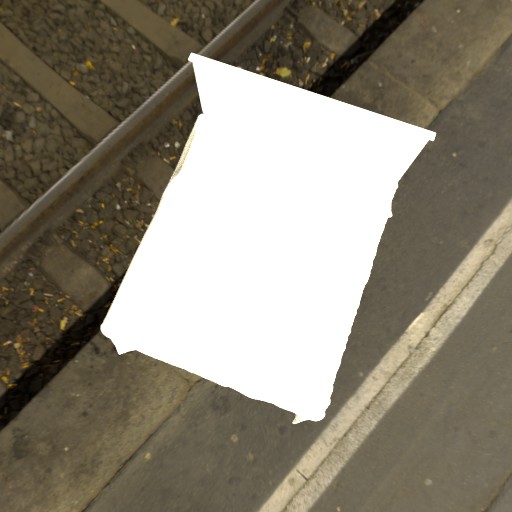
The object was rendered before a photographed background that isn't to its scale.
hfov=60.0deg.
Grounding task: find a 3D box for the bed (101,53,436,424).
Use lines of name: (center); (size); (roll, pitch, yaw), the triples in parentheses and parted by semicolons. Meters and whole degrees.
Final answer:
bed: (0.000, 0.000, 3.207); (1.876, 1.269, 2.047); (20, 76, 5)
